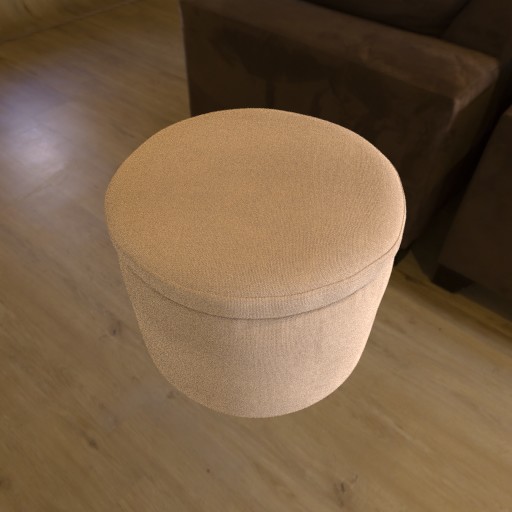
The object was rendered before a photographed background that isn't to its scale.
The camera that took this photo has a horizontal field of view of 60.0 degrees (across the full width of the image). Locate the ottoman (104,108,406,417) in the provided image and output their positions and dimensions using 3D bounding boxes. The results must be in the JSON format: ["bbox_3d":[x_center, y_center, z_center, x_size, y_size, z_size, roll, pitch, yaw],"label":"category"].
[{"bbox_3d":[0.000,0.000,0.861,0.497,0.409,0.497,0,46,0],"label":"ottoman"}]
